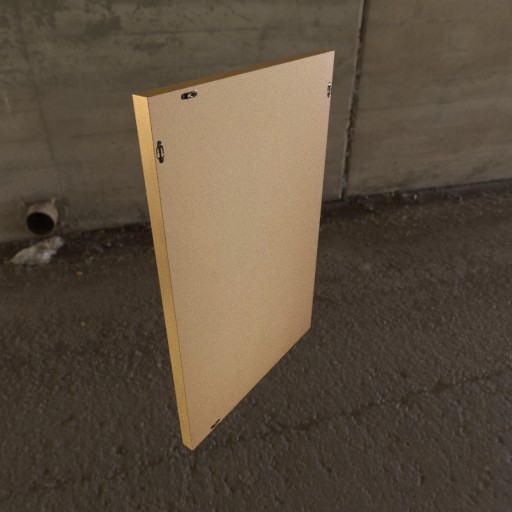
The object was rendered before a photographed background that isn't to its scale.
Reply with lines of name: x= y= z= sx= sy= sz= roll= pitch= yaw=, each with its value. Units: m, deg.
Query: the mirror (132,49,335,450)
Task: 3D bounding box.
mirror: x=0.000 y=0.000 z=1.153 sx=0.041 sy=0.915 sz=0.609 roll=22 pitch=39 yaw=30
